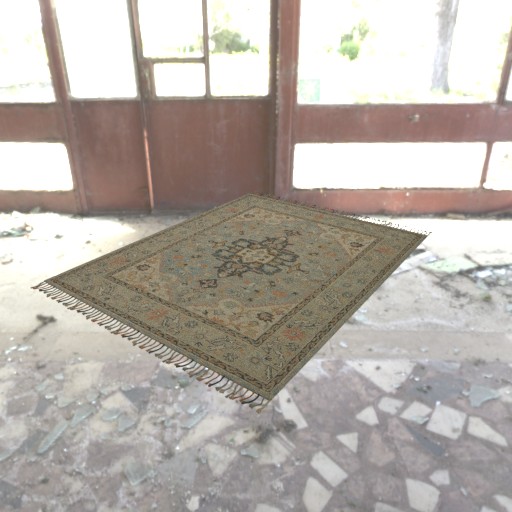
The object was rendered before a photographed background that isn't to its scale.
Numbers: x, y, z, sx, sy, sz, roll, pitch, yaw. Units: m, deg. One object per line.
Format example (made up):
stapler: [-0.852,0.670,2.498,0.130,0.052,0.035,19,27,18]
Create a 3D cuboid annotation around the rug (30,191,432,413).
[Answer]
rug: [0.000,0.000,3.515,1.971,0.010,2.651,18,32,32]
